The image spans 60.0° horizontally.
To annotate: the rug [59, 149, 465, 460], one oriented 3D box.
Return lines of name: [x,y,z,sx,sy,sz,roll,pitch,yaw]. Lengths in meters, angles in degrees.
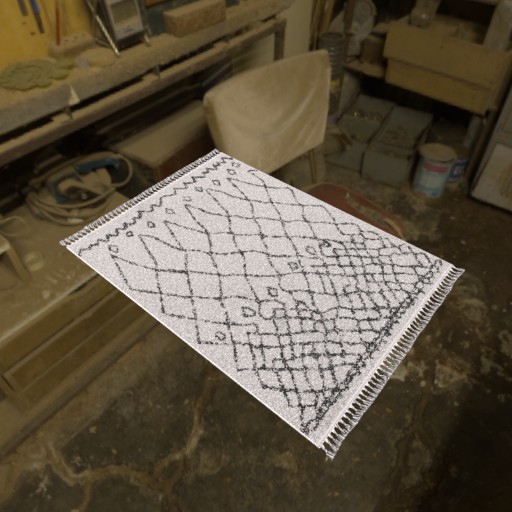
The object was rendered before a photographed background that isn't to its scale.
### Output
rug: [0.000,0.000,3.062,2.312,0.017,1.613,31,53,27]
